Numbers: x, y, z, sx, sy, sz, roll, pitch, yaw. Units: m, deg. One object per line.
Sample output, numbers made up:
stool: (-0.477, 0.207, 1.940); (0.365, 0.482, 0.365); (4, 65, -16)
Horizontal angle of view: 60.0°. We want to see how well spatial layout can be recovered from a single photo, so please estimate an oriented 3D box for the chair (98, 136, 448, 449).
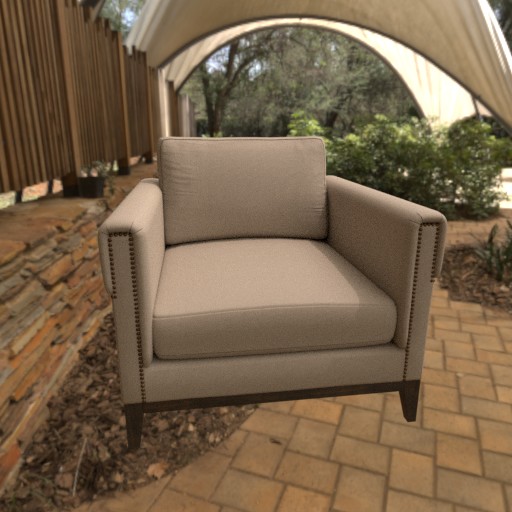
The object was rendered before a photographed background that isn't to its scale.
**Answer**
chair: (0.000, 0.000, 1.633); (0.914, 0.838, 0.959); (-2, 17, -8)
